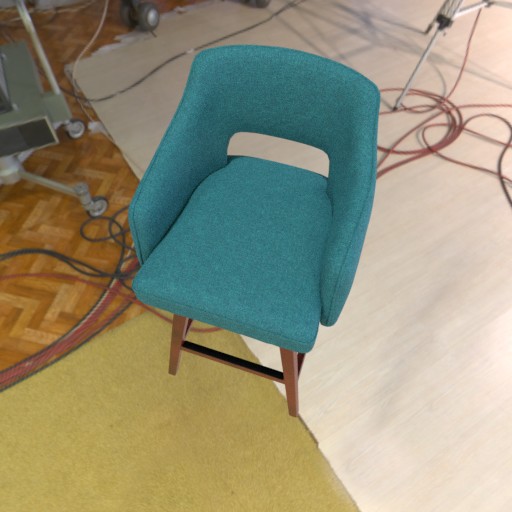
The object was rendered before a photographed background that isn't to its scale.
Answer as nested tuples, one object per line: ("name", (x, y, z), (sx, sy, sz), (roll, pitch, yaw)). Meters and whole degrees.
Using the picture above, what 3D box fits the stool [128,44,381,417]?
("stool", (0.000, 0.000, 1.276), (0.548, 0.961, 0.556), (16, 58, 10))
